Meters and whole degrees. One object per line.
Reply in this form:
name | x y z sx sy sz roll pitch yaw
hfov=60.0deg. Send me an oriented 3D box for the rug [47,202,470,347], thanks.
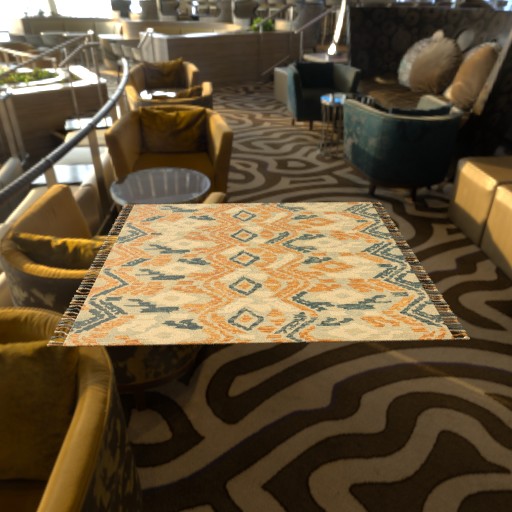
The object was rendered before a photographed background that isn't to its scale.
rug | 0.000 0.000 4.220 3.048 0.010 2.439 -1 31 -1
